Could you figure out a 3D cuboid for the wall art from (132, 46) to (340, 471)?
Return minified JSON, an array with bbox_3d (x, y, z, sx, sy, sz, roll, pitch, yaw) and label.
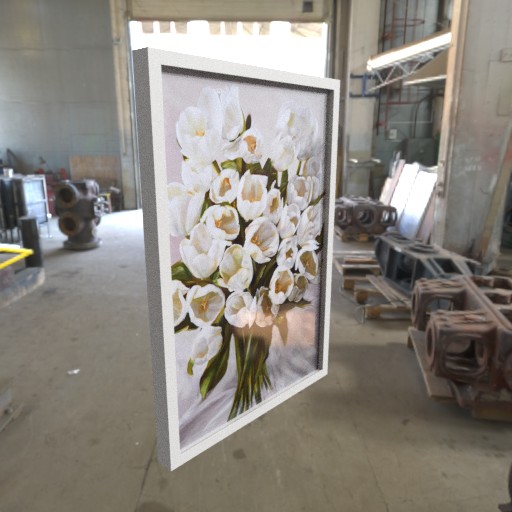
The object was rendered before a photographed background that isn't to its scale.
[{"bbox_3d":[0.000,0.000,0.542,0.025,0.428,0.293,13,19,42],"label":"wall art"}]
